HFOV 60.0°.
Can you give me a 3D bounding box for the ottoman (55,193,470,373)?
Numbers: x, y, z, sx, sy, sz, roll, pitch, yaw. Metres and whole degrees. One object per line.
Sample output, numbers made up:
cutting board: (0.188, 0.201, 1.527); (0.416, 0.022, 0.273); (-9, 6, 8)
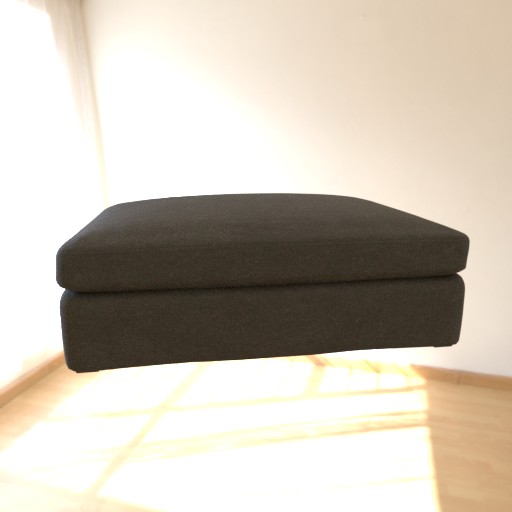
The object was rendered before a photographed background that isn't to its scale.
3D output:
ottoman: (0.000, 0.000, 1.623); (1.199, 0.429, 0.840); (-2, 15, -8)
